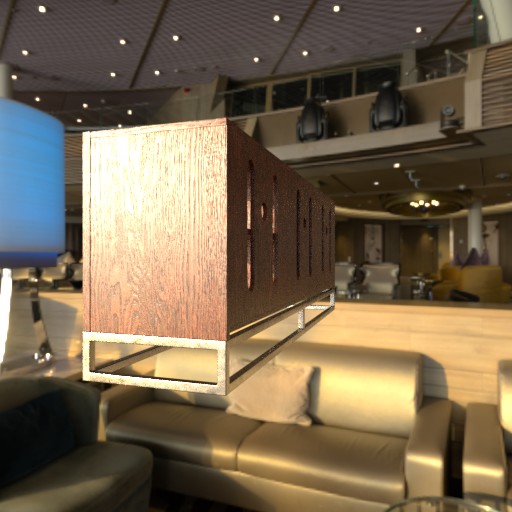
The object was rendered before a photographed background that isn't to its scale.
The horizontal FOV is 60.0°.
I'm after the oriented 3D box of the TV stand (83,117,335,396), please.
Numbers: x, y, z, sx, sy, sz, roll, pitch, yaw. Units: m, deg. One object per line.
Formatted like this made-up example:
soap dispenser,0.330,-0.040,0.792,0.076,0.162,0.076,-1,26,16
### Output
TV stand,0.000,0.000,1.708,0.382,0.578,1.541,0,0,18
